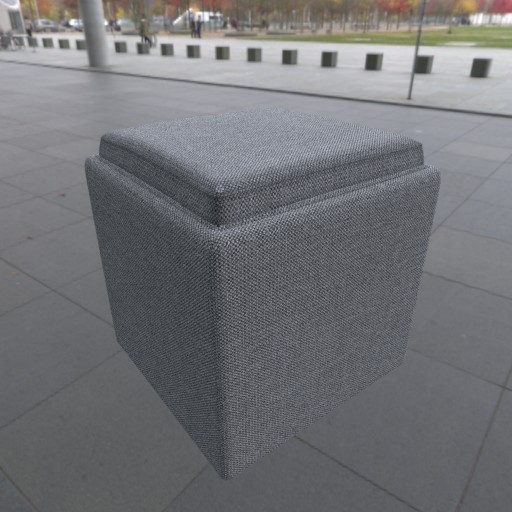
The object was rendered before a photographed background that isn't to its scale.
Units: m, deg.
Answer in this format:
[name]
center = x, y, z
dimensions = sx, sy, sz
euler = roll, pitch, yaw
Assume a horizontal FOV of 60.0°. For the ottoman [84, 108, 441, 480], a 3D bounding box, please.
[ottoman]
center = 0.000, 0.000, 0.841
dimensions = 0.454, 0.487, 0.436
euler = -20, 34, -32
